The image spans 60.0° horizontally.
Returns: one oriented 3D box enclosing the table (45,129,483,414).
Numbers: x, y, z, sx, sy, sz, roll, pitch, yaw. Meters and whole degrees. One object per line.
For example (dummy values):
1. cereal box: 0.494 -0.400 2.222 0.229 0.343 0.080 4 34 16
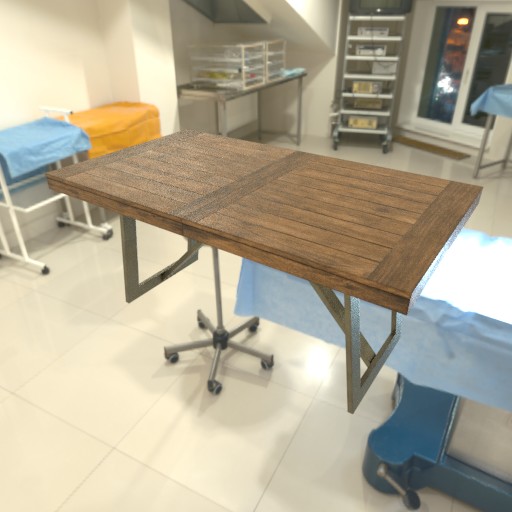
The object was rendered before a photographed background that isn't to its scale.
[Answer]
1. table: 0.000 0.000 2.093 1.641 0.757 0.931 19 35 29
